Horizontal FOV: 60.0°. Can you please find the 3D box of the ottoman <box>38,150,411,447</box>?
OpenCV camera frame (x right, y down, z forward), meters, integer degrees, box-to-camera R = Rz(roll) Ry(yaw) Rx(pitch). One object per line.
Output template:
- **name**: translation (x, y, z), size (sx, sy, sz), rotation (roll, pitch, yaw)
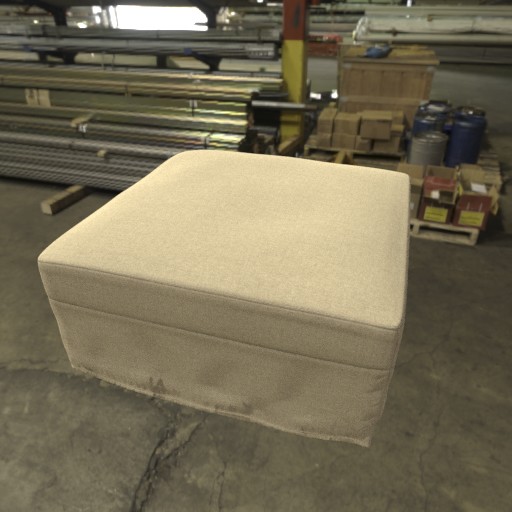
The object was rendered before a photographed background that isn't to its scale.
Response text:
- **ottoman**: translation (0.000, 0.000, 1.329), size (0.840, 0.436, 0.843), rotation (9, 33, 15)
